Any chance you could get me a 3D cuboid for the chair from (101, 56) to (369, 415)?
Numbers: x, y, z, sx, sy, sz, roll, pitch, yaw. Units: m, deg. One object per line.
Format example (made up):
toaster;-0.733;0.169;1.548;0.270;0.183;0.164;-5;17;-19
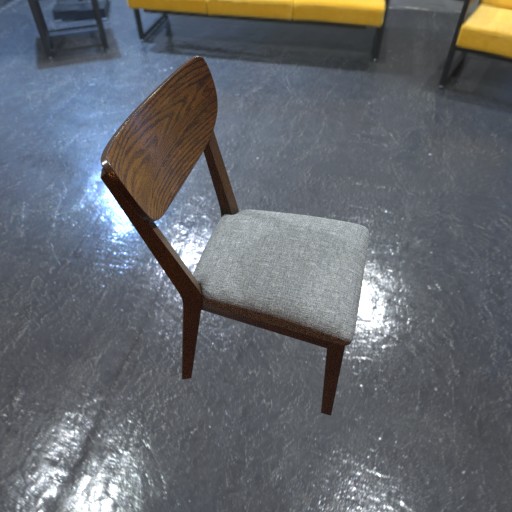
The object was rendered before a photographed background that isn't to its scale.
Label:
chair;0.000;0.000;1.212;0.583;0.849;0.491;12;48;11
